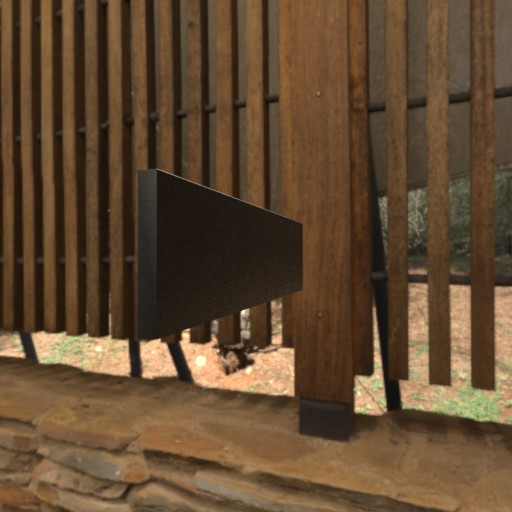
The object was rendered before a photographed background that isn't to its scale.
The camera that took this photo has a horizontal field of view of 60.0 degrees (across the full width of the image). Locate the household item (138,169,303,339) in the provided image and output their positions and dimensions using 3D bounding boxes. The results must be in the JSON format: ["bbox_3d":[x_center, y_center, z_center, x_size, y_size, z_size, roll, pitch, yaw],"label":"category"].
[{"bbox_3d":[0.000,0.000,1.092,0.030,0.236,1.001,0,0,18],"label":"household item"}]
